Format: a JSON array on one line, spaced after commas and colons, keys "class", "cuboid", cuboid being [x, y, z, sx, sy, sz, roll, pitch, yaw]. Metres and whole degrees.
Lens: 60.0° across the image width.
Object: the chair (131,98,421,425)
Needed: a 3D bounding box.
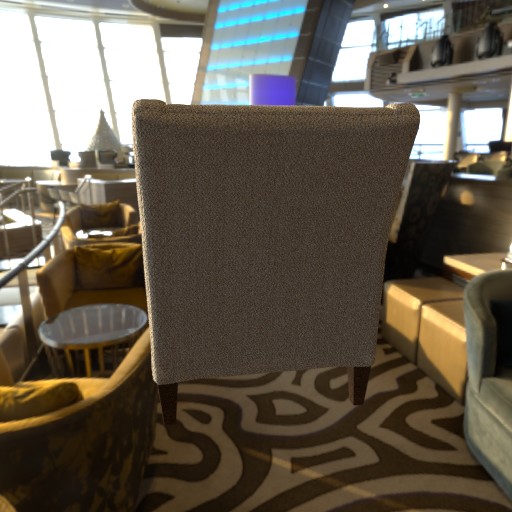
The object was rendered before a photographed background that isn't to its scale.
[{"class": "chair", "cuboid": [0.000, 0.000, 1.631, 0.774, 1.014, 0.870, -2, 14, -10]}]
